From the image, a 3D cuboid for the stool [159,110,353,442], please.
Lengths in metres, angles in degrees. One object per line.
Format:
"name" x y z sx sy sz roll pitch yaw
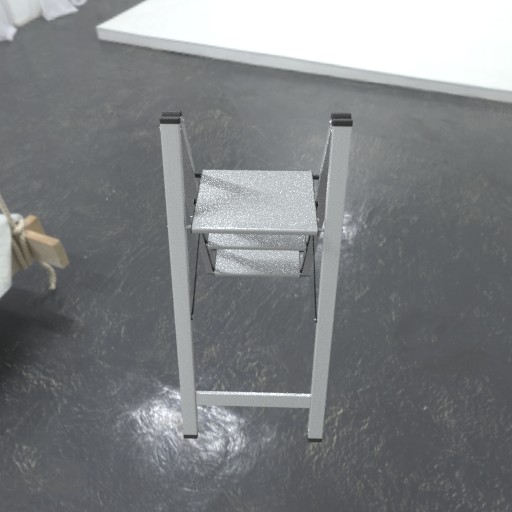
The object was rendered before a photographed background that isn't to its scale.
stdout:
"stool" 0.000 0.000 1.325 0.441 0.902 0.730 1 45 1
